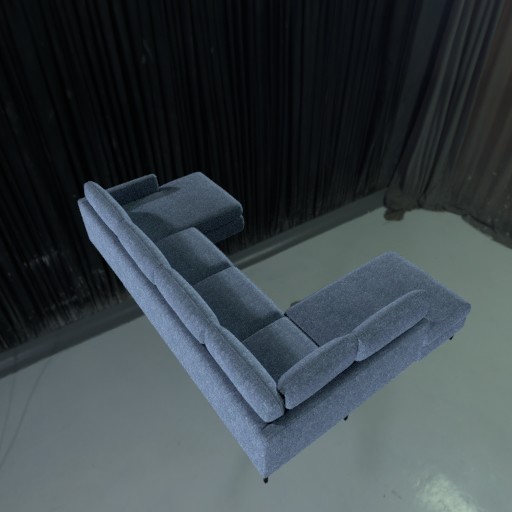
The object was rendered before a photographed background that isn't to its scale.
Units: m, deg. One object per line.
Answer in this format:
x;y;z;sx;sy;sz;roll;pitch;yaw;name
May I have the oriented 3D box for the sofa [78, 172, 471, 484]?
0.000;0.000;3.575;1.879;0.756;2.737;-26;48;-26;sofa
